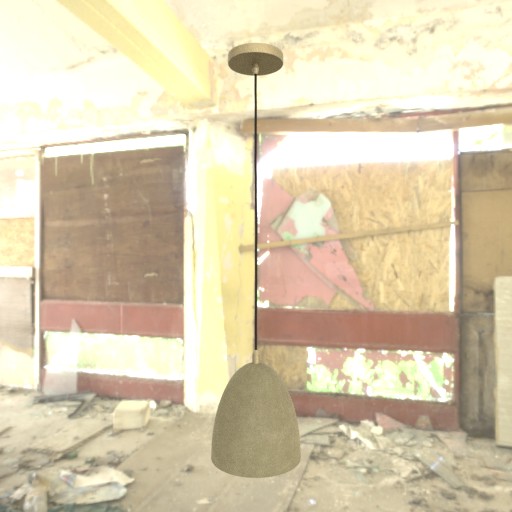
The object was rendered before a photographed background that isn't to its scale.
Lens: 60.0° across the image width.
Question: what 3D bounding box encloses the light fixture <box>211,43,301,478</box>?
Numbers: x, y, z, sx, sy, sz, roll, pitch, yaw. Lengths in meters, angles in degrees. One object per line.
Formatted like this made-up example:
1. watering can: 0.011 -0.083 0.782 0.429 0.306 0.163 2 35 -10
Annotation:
1. light fixture: 0.000 0.000 0.842 0.170 0.759 0.170 0 0 36
